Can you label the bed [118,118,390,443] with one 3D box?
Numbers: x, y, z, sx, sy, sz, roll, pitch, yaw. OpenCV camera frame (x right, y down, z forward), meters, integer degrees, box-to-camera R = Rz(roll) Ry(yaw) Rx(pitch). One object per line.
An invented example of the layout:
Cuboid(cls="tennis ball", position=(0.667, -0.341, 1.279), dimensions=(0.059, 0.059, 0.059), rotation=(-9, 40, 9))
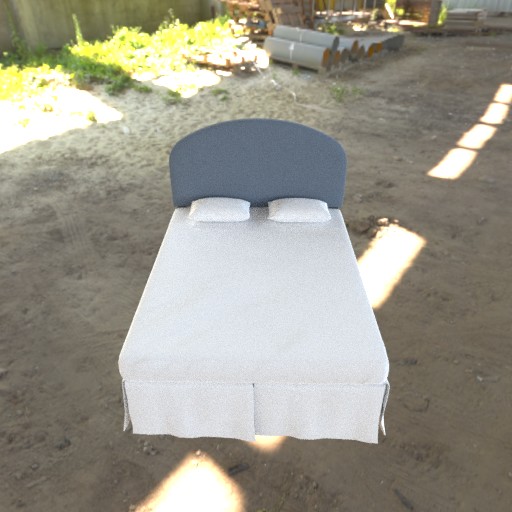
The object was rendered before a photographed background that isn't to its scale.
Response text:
Cuboid(cls="bed", position=(0.000, 0.000, 3.149), dimensions=(1.607, 1.410, 2.005), rotation=(0, 32, 1))
